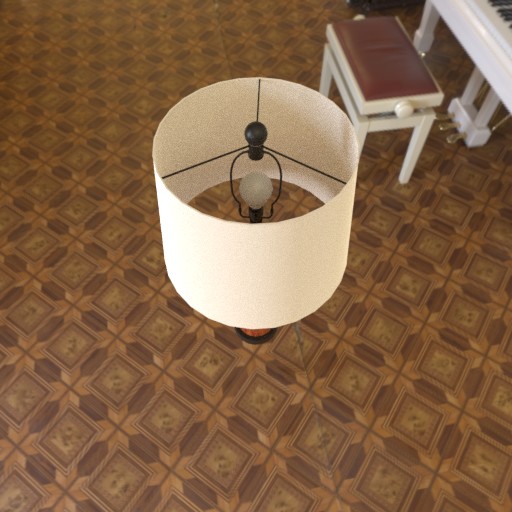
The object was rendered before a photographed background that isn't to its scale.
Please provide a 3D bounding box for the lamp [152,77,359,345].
[{"bbox_3d":[0.000,0.000,0.882,0.349,0.667,0.349,0,58,0],"label":"lamp"}]
